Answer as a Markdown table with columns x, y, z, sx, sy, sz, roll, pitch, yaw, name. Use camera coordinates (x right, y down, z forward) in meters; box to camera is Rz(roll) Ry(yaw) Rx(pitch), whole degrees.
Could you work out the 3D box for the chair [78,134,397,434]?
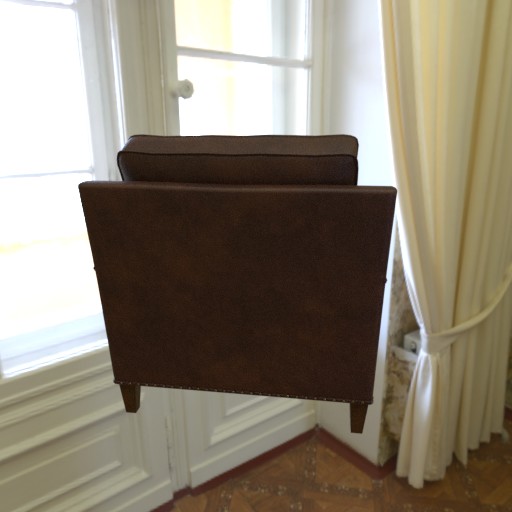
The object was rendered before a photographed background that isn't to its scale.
| x | y | z | sx | sy | sz | roll | pitch | yaw | name |
| --- | --- | --- | --- | --- | --- | --- | --- | --- | --- |
| 0.000 | 0.000 | 1.715 | 0.853 | 0.929 | 1.014 | 2 | 17 | 8 | chair |
